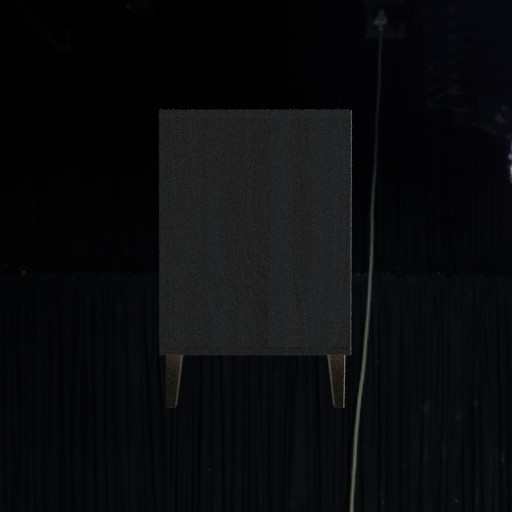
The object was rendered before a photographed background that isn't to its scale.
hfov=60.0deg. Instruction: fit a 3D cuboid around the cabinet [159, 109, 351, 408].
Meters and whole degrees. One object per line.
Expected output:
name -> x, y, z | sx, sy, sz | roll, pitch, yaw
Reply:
cabinet -> 0.000, 0.000, 1.980 | 0.500, 0.780, 1.649 | 0, 1, 0
